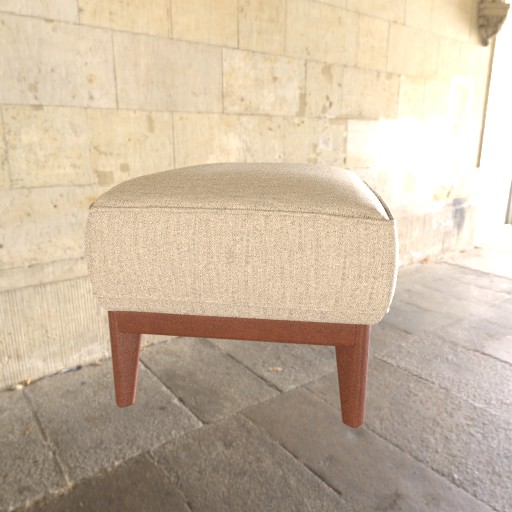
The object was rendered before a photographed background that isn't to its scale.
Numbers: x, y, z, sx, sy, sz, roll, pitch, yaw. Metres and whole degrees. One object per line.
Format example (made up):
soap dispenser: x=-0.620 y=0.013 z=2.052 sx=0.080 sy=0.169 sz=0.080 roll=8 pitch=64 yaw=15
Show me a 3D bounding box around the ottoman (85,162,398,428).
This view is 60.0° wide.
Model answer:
ottoman: x=0.000 y=0.000 z=1.165 sx=0.594 sy=0.465 sz=0.794 roll=2 pitch=15 yaw=8
